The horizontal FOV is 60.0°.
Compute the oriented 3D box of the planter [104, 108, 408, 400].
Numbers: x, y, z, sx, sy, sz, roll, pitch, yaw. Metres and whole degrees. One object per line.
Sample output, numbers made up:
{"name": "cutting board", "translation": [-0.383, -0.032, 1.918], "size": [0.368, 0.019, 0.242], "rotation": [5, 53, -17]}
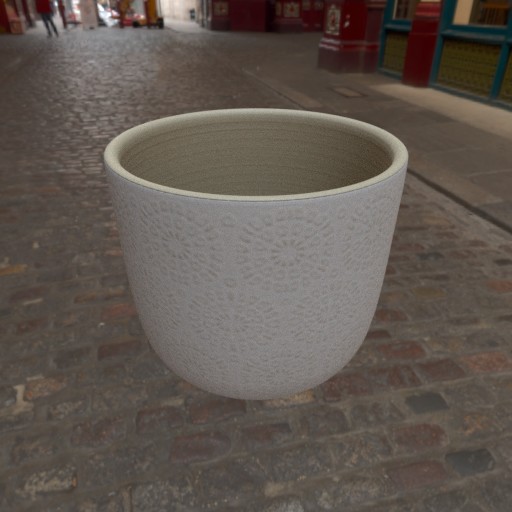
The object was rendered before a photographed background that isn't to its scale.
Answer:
{"name": "planter", "translation": [0.000, 0.000, 0.362], "size": [0.208, 0.190, 0.208], "rotation": [0, 31, 0]}
